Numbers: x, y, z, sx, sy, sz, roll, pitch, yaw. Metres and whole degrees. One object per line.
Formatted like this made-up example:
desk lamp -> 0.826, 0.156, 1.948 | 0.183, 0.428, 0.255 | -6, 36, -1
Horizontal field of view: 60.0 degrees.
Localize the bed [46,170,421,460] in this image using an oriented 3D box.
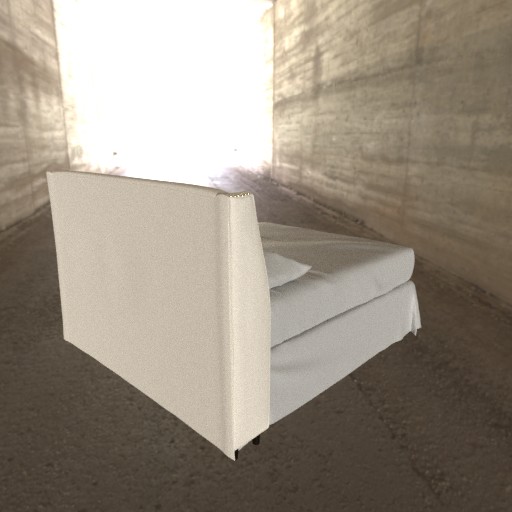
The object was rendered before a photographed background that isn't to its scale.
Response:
bed -> 0.000, 0.000, 3.383 | 1.925, 1.332, 2.276 | 14, 21, 42
